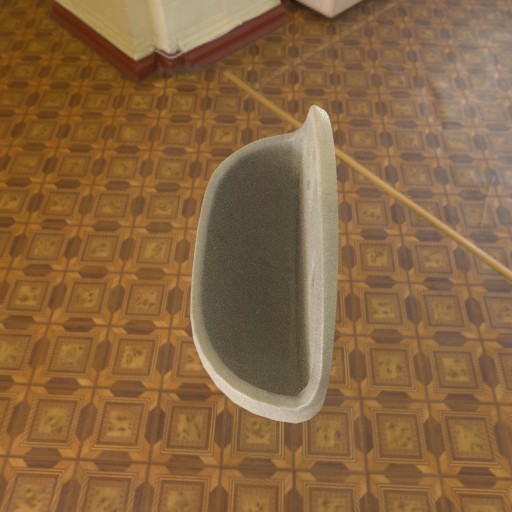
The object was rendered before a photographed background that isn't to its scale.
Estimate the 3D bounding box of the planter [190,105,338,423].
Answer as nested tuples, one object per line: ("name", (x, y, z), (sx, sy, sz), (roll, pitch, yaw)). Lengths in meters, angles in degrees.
("planter", (0.000, 0.000, 0.268), (0.073, 0.164, 0.190), (2, 57, 1))
